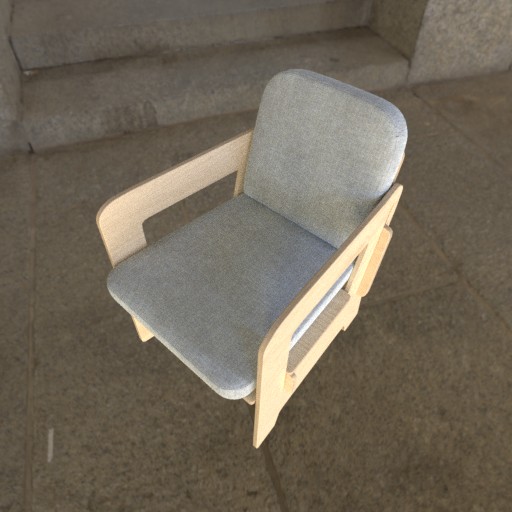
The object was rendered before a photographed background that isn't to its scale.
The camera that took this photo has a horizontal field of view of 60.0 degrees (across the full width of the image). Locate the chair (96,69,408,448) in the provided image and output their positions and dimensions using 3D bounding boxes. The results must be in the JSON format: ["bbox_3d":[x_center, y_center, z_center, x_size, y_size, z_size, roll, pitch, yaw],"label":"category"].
[{"bbox_3d":[0.000,0.000,1.270,0.590,0.800,0.710,34,56,27],"label":"chair"}]
